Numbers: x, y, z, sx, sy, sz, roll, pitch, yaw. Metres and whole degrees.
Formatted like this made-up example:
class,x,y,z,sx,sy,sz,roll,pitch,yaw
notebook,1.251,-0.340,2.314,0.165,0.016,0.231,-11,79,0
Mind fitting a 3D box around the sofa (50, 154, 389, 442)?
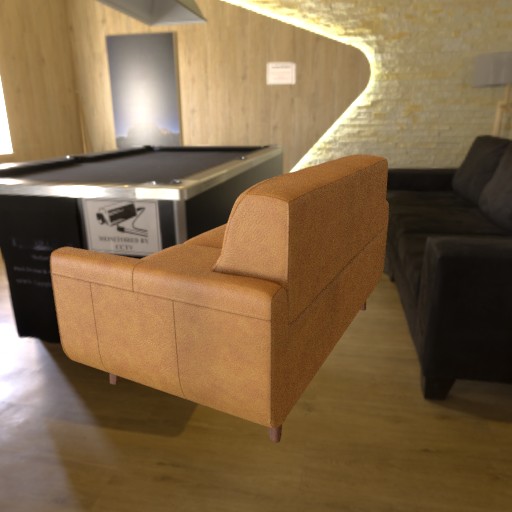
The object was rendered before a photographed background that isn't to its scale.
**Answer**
class,x,y,z,sx,sy,sz,roll,pitch,yaw
sofa,0.000,0.000,2.192,0.952,0.925,1.651,9,20,26
